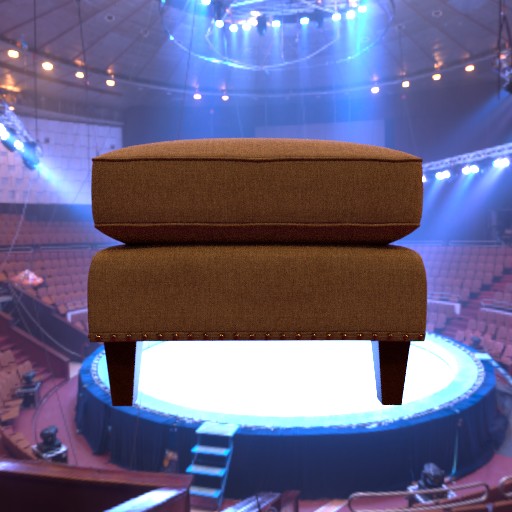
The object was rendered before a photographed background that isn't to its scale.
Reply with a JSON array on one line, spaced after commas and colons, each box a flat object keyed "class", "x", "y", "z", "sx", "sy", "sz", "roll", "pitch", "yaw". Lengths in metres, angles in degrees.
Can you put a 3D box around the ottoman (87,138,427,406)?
[{"class": "ottoman", "x": 0.000, "y": 0.000, "z": 1.111, "sx": 0.584, "sy": 0.513, "sz": 0.741, "roll": 0, "pitch": 2, "yaw": 0}]
